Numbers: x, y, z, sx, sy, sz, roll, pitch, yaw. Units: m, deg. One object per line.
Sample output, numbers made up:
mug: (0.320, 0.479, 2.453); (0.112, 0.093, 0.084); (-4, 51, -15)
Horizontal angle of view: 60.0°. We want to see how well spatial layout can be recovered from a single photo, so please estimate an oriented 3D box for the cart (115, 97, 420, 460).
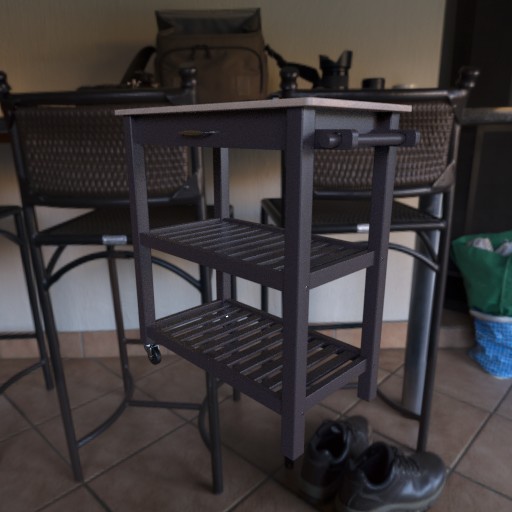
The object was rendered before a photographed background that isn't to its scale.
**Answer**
cart: (0.000, 0.000, 1.460); (0.457, 0.927, 0.899); (-15, 22, -43)
